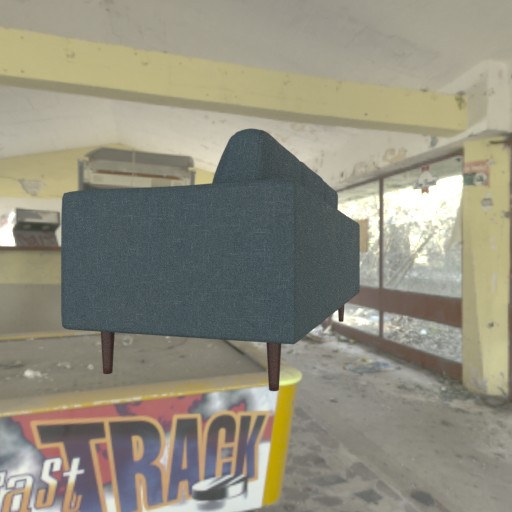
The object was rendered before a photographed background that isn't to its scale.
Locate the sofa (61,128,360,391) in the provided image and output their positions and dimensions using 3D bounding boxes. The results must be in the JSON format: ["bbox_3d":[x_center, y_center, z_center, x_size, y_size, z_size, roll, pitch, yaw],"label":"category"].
[{"bbox_3d":[0.000,0.000,2.462,0.935,0.945,2.013,0,0,19],"label":"sofa"}]
